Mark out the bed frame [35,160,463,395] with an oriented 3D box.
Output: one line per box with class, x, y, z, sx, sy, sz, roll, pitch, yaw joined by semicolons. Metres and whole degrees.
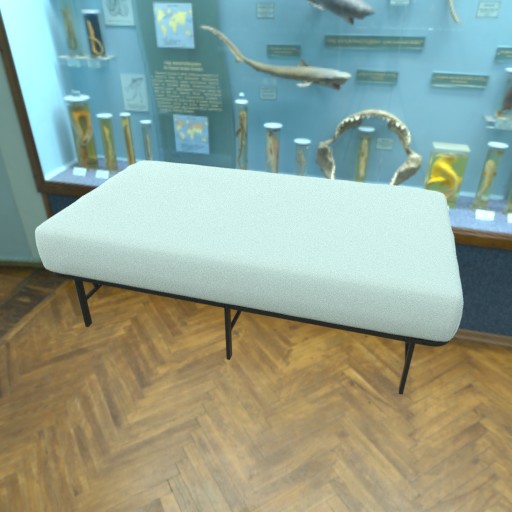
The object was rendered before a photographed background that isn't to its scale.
bed frame;0.000;0.000;2.379;1.908;0.640;1.025;9;32;14
